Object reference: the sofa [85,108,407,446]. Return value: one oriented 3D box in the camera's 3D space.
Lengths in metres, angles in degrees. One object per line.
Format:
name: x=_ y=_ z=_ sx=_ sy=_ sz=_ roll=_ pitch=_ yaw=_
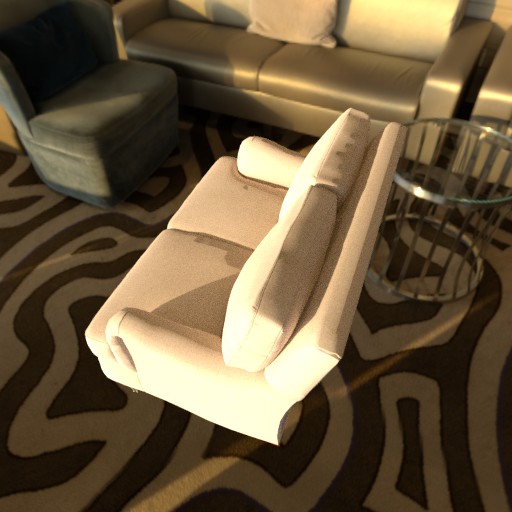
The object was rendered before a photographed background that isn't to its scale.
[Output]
sofa: x=0.000 y=0.000 z=2.229 sx=1.087 sy=1.048 sz=1.508 roll=16 pitch=48 yaw=14
